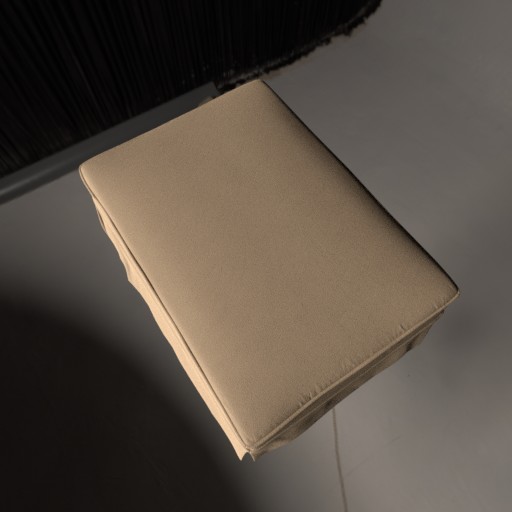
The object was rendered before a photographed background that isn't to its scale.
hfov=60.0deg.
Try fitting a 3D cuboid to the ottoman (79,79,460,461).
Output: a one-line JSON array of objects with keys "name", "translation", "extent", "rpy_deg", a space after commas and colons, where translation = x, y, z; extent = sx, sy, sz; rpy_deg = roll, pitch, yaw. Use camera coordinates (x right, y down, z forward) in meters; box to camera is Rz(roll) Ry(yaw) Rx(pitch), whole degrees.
[{"name": "ottoman", "translation": [0.000, 0.000, 1.346], "extent": [0.721, 0.482, 0.959], "rpy_deg": [-31, 68, -14]}]
